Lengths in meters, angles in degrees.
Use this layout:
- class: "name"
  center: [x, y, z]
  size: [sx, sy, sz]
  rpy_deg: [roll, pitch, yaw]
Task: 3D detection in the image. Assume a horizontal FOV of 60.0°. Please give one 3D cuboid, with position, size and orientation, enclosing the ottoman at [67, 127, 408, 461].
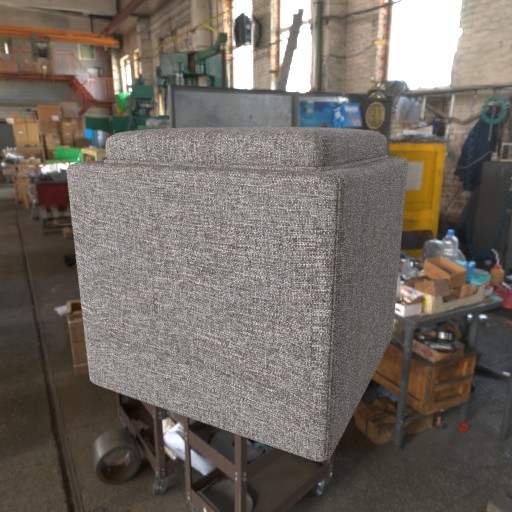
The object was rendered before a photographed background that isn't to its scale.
- class: "ottoman"
  center: [0.000, 0.000, 0.825]
  size: [0.450, 0.460, 0.450]
  rpy_deg: [8, 17, 27]
